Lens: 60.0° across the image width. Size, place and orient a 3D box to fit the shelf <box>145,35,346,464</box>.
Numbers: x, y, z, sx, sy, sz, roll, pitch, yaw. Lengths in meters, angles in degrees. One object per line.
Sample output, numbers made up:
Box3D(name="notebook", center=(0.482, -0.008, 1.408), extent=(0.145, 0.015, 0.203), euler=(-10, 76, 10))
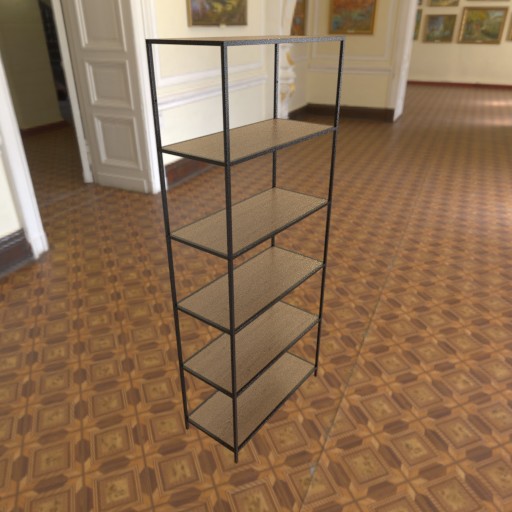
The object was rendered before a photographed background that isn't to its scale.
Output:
Box3D(name="shelf", center=(0.000, 0.000, 2.092), extent=(0.350, 1.850, 0.770), euler=(19, 33, 33))
